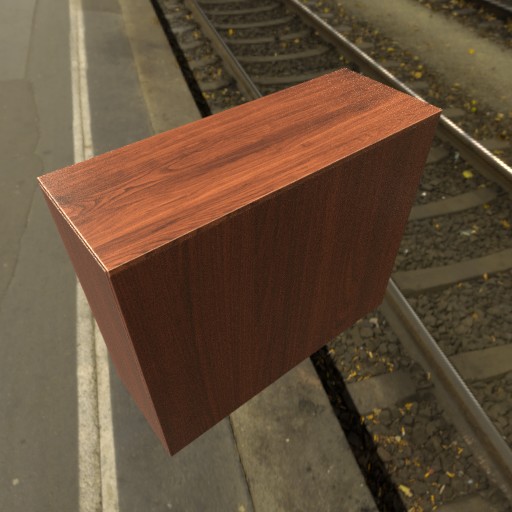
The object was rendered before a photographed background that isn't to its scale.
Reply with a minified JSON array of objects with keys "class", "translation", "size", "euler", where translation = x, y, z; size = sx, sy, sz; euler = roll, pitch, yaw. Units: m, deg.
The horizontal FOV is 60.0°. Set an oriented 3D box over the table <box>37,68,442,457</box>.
[{"class":"table","translation":[0.000,0.000,1.325],"size":[0.930,0.790,0.380],"euler":[-29,51,-26]}]
